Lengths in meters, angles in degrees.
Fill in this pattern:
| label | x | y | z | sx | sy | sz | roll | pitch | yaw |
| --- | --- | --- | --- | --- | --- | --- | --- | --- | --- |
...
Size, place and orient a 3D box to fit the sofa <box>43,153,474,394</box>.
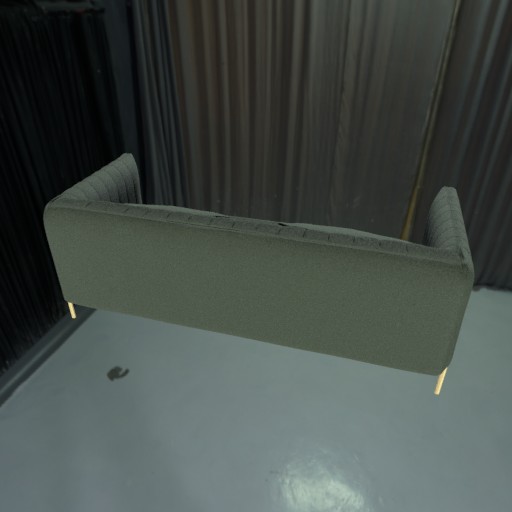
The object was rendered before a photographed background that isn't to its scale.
| label | x | y | z | sx | sy | sz | roll | pitch | yaw |
| --- | --- | --- | --- | --- | --- | --- | --- | --- | --- |
| sofa | 0.000 | 0.000 | 2.548 | 2.137 | 0.793 | 0.896 | 9 | 33 | 14 |
